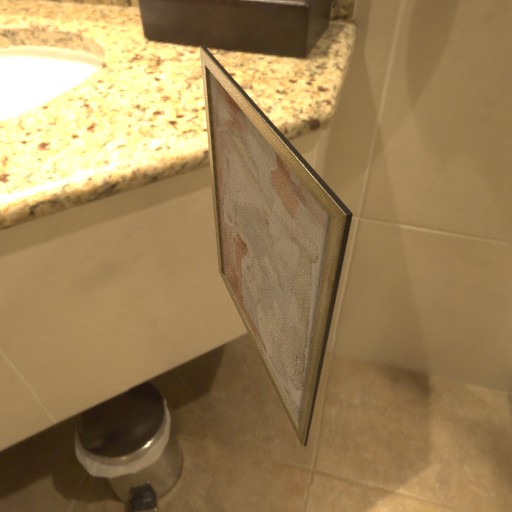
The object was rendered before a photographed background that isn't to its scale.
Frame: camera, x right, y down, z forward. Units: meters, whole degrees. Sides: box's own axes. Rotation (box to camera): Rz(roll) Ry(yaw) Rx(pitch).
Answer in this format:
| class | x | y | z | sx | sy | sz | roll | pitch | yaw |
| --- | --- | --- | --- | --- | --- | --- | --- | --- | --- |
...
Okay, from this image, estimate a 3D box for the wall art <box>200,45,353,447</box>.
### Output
| class | x | y | z | sx | sy | sz | roll | pitch | yaw |
| --- | --- | --- | --- | --- | --- | --- | --- | --- | --- |
| wall art | 0.000 | 0.000 | 0.787 | 0.009 | 0.559 | 0.483 | -16 | 47 | -16 |
